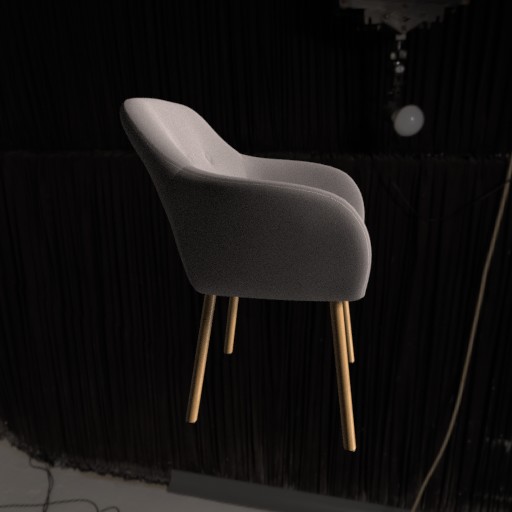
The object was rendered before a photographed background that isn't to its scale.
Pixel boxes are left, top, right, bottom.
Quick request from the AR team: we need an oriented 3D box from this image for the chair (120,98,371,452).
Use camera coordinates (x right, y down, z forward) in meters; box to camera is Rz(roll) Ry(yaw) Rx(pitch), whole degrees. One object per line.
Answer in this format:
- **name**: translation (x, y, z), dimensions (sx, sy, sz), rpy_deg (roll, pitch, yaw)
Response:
- **chair**: translation (0.000, 0.000, 1.231), dimensions (0.590, 0.830, 0.570), rpy_deg (3, 17, 11)
